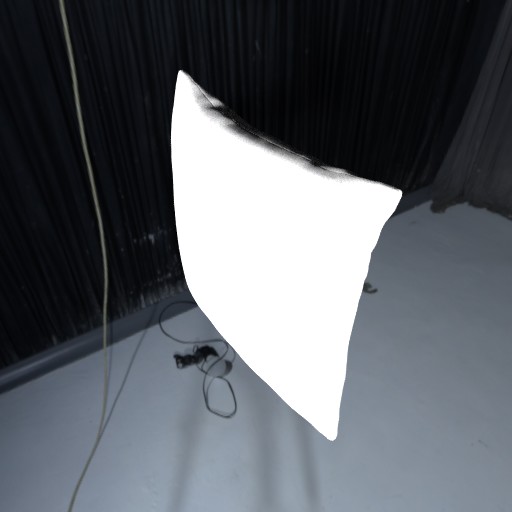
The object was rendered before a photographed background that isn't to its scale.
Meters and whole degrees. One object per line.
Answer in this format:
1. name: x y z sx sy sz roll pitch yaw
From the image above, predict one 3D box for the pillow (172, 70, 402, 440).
1. pillow: 0.000 0.000 0.674 0.173 0.436 0.433 -24 45 -26
